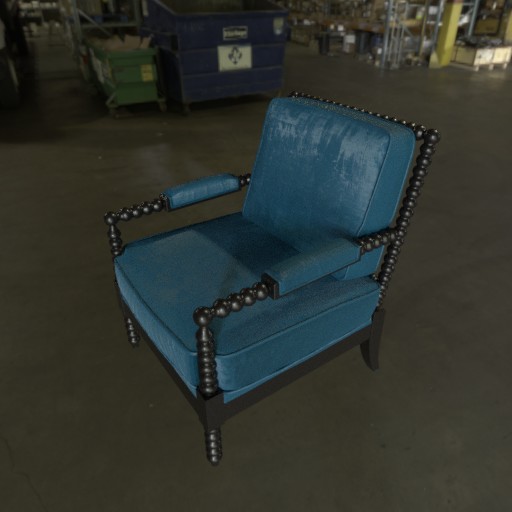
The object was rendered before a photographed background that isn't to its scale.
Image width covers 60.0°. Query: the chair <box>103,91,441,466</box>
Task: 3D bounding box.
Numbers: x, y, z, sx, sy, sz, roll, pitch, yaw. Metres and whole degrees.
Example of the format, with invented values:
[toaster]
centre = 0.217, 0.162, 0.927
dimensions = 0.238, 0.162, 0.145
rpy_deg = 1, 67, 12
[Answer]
[chair]
centre = 0.000, 0.000, 1.440
dimensions = 0.805, 0.857, 0.688
rpy_deg = -20, 37, -29
